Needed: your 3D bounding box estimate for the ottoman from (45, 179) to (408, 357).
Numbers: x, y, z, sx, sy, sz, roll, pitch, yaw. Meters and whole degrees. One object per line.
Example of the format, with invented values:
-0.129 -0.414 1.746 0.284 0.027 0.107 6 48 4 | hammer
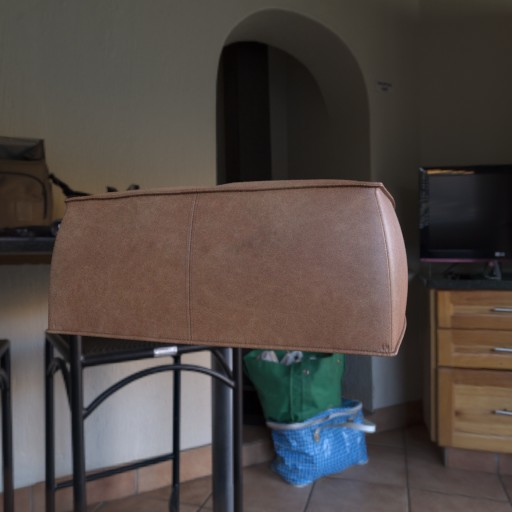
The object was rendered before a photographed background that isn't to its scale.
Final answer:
0.000 0.000 1.393 0.902 0.395 0.901 0 0 19 | ottoman
